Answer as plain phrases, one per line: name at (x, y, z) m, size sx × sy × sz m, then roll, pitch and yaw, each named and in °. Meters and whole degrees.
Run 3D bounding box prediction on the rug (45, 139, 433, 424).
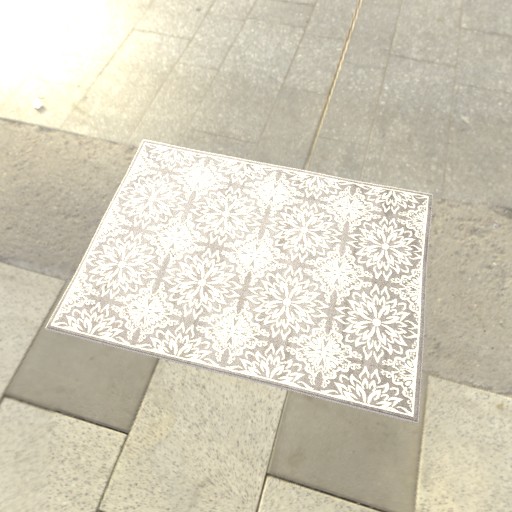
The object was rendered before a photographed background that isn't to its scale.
rug at (0.000, 0.000, 2.915) m, size 2.213 × 0.014 × 1.608 m, roll 12°, pitch 60°, yaw 7°
